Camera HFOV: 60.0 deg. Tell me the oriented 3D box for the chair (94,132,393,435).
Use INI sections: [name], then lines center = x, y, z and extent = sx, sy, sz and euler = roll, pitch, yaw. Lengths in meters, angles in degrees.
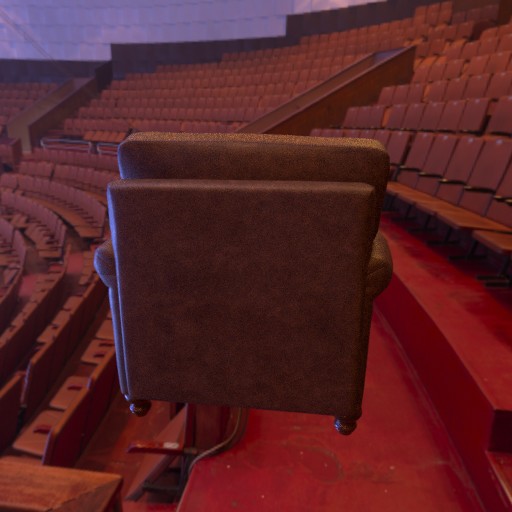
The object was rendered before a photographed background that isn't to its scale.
[chair]
center = 0.000, 0.000, 1.805
extent = 0.996, 0.976, 1.002
euler = 2, 16, 8
